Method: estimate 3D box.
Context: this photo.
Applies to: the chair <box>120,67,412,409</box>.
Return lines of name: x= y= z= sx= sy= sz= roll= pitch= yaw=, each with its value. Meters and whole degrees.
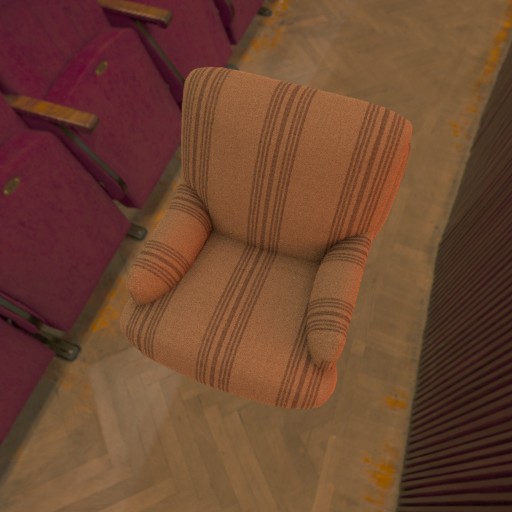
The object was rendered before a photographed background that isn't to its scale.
chair: x=0.000 y=0.000 z=1.618 sx=0.813 sy=0.940 sz=0.914 roll=18 pitch=62 yaw=10
